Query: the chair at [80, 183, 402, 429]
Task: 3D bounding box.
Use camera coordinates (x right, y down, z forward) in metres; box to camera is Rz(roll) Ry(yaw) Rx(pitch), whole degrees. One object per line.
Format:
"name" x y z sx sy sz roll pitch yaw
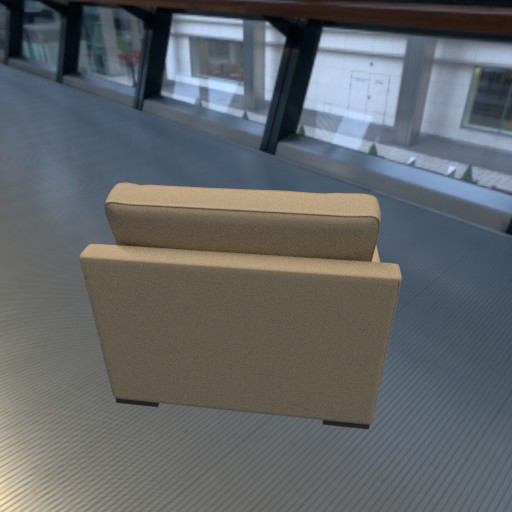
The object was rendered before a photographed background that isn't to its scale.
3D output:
"chair" 0.000 0.000 2.179 1.293 1.005 1.274 0 31 0
